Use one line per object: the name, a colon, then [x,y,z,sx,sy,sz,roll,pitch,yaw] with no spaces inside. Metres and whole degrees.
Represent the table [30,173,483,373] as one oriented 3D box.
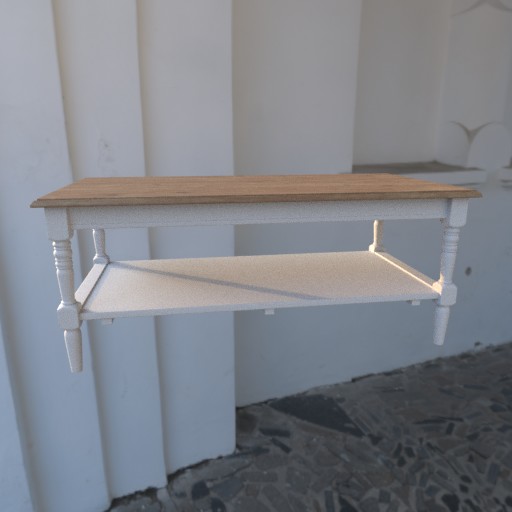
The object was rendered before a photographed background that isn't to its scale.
table: [0.000,0.000,1.402,1.118,0.458,0.559,-2,15,-9]
